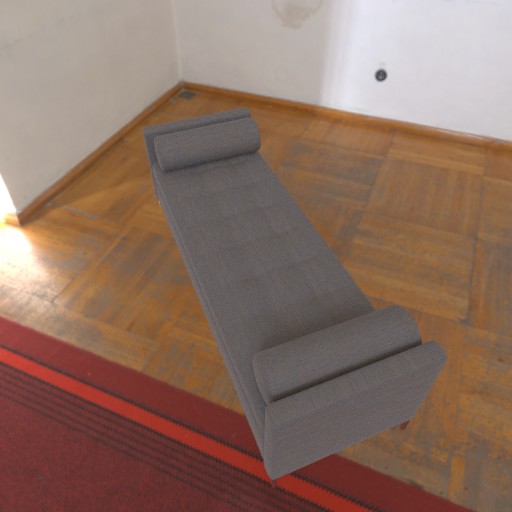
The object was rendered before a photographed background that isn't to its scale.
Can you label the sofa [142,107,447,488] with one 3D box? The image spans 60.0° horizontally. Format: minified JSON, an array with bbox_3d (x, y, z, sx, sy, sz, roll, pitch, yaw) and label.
[{"bbox_3d":[0.000,0.000,2.330,0.686,0.635,1.981,-16,48,-15],"label":"sofa"}]
